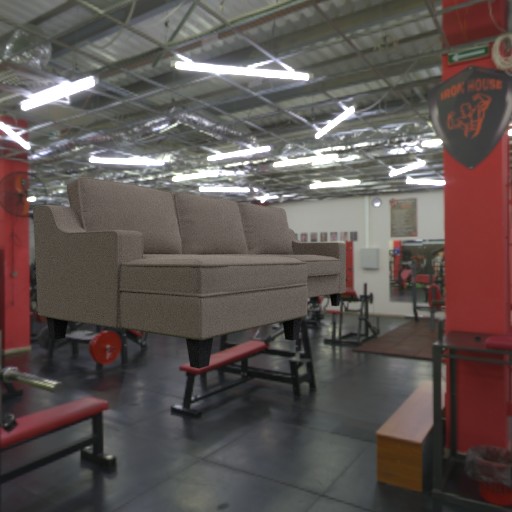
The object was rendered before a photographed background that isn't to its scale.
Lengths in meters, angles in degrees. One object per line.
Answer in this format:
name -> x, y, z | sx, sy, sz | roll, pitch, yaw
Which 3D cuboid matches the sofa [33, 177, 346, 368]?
sofa -> 0.000, 0.000, 3.174 | 1.294, 0.928, 2.561 | 0, 0, 36
